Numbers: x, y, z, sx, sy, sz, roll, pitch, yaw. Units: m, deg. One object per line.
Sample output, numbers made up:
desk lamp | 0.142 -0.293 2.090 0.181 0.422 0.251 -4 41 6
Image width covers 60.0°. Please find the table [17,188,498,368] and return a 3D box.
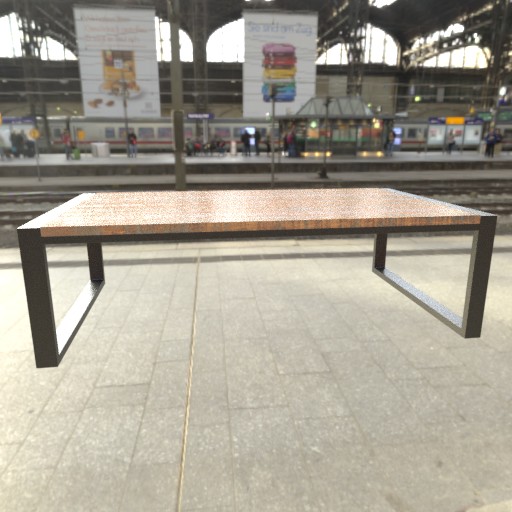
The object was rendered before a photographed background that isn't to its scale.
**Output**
table | 0.000 0.000 1.639 1.350 0.400 0.750 -2 15 -8
